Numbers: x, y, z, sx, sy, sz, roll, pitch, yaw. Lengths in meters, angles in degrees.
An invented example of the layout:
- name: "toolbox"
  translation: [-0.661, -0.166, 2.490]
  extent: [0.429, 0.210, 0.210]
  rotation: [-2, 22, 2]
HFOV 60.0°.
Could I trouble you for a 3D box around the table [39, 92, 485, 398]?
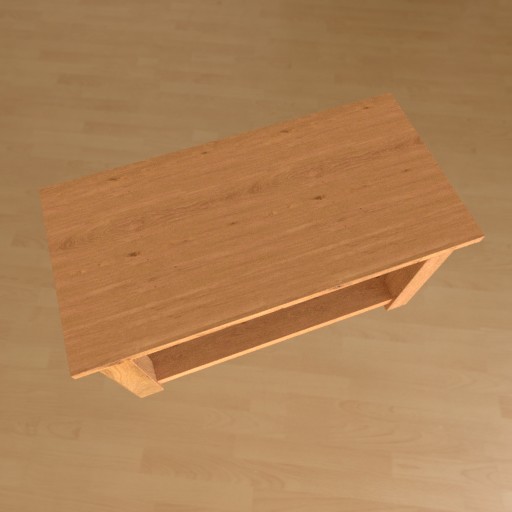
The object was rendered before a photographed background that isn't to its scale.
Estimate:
- name: "table"
  translation: [0.000, 0.000, 1.194]
  extent: [0.899, 0.452, 0.450]
  rotation: [-18, 65, -8]
